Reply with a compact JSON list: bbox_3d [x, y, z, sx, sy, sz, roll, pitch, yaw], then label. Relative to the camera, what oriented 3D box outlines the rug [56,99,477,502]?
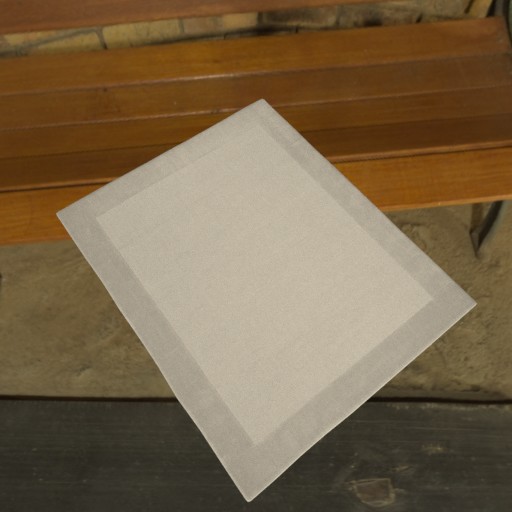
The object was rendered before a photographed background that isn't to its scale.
[{"bbox_3d":[0.000,0.000,3.926,2.430,0.018,2.976,-34,68,-16],"label":"rug"}]
